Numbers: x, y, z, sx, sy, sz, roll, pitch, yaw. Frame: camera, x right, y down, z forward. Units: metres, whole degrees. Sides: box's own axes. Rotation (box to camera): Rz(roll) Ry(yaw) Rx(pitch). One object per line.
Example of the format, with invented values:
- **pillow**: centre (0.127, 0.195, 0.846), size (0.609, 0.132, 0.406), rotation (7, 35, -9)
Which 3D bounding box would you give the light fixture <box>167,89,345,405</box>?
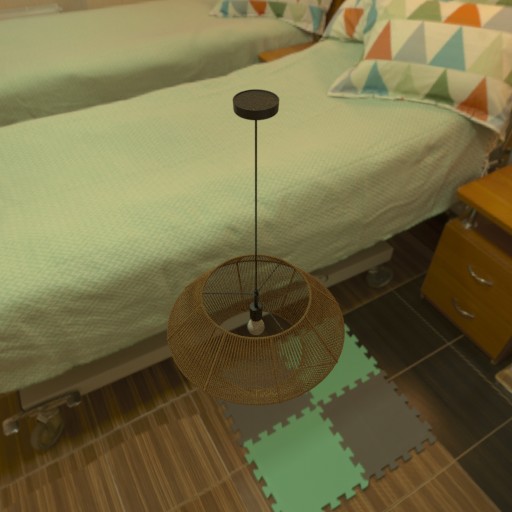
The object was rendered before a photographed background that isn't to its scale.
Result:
- **light fixture**: centre (0.000, 0.000, 1.369), size (0.643, 1.009, 0.643), rotation (0, 45, 0)
